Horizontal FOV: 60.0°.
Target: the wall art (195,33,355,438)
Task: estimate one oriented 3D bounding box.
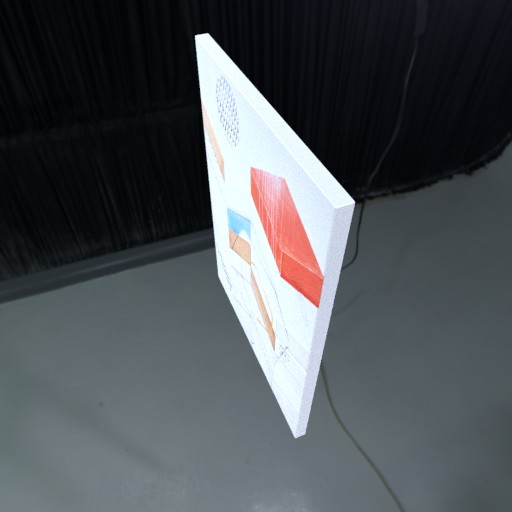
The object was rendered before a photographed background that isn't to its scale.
[{"bbox_3d":[0.000,0.000,1.610,0.046,1.221,0.914,-17,50,-15],"label":"wall art"}]
